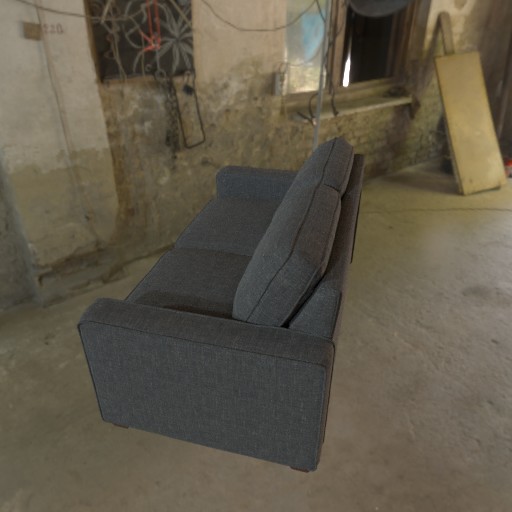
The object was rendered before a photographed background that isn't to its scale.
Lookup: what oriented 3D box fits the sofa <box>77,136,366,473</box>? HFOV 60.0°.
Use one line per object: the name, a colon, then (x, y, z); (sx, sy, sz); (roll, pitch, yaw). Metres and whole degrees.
sofa: (0.000, 0.000, 2.269); (0.947, 0.918, 1.709); (8, 32, 13)
